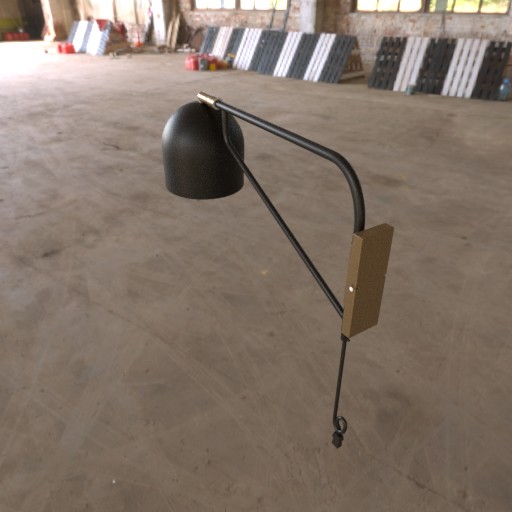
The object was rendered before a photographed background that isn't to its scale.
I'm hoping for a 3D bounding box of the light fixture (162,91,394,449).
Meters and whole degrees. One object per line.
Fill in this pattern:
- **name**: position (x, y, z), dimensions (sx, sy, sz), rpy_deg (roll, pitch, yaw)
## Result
- **light fixture**: position (0.000, 0.000, 1.084), dimensions (0.215, 0.696, 0.720), rpy_deg (-18, 35, -28)
